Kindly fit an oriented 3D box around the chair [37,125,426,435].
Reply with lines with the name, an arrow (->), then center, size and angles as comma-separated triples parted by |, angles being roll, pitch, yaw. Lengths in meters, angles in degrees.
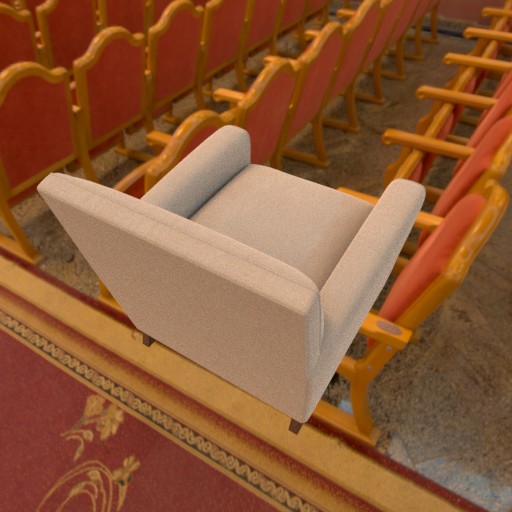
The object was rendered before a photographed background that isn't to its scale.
chair -> 0.000, 0.000, 1.515 | 0.840, 0.846, 0.871 | 24, 49, 22
